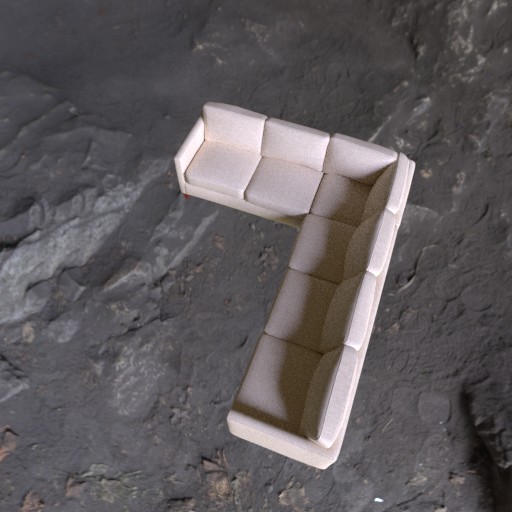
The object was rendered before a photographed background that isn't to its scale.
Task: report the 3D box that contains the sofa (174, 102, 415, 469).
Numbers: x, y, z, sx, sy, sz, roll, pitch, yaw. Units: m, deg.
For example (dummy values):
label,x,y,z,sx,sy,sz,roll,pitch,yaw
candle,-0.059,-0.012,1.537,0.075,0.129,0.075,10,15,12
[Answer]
label,x,y,z,sx,sy,sz,roll,pitch,yaw
sofa,0.000,0.000,4.560,2.593,0.947,3.302,18,61,11
